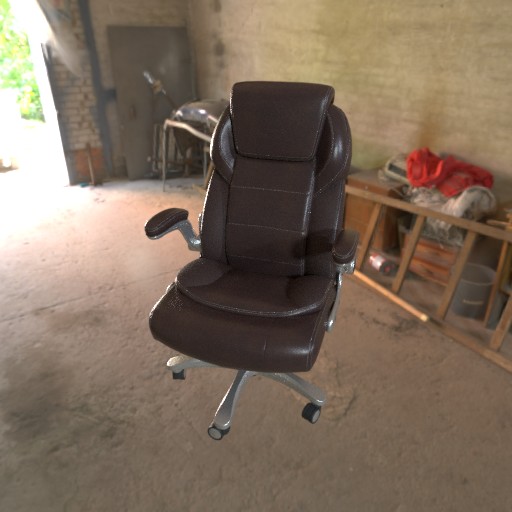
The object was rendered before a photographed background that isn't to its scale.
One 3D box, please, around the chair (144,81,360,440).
[{"bbox_3d":[0.000,0.000,1.654,0.733,1.160,0.774,8,28,16],"label":"chair"}]
